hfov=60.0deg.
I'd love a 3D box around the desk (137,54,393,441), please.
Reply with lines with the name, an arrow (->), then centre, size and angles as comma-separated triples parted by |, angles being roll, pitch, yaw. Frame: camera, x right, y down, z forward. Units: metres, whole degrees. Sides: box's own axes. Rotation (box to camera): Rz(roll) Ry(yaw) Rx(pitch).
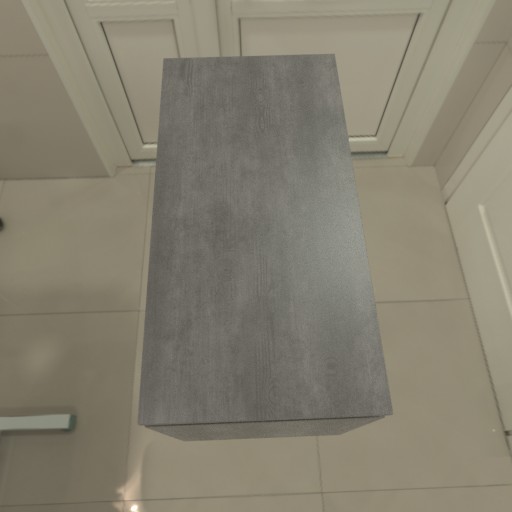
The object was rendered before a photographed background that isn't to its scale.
desk -> 0.000, 0.000, 1.628 | 0.600, 0.740, 1.200 | -2, 65, -1
